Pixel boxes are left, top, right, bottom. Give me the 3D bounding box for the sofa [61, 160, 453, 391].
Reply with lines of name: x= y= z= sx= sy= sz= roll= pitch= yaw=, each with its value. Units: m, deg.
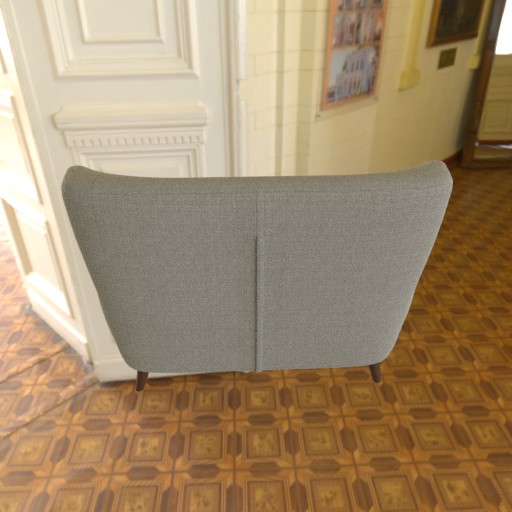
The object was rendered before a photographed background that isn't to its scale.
sofa: x=0.000 y=0.000 z=2.012 sx=1.386 sy=1.028 sz=0.884 roll=-1 pitch=30 yaw=-2
